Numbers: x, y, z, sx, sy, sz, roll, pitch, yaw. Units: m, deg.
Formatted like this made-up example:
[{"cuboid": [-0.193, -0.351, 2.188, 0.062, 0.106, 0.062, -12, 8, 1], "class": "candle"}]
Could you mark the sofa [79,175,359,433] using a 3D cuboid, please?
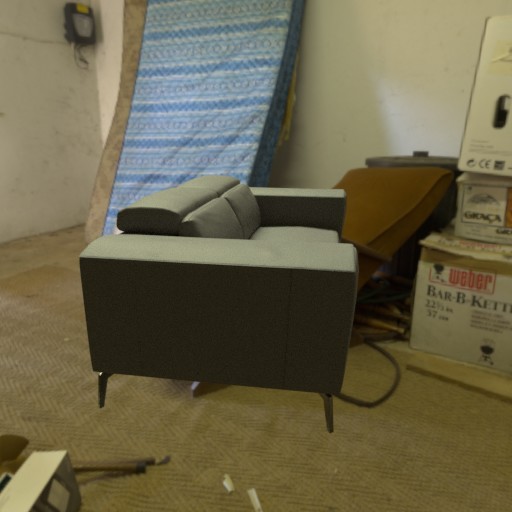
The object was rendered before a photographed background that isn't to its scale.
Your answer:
[{"cuboid": [0.000, 0.000, 2.450, 1.003, 0.779, 1.895, 3, 16, 9], "class": "sofa"}]
